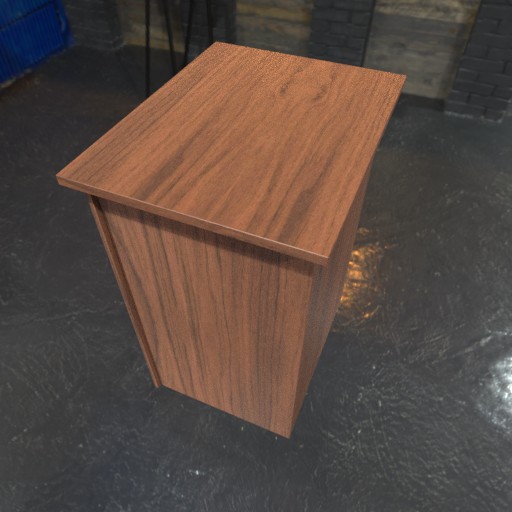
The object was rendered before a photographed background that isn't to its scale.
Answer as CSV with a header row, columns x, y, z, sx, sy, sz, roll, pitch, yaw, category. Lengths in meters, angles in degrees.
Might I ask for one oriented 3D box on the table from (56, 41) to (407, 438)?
x,y,z,sx,sy,sz,roll,pitch,yaw,category
0.000,0.000,0.927,0.381,0.636,0.480,17,50,15,table
